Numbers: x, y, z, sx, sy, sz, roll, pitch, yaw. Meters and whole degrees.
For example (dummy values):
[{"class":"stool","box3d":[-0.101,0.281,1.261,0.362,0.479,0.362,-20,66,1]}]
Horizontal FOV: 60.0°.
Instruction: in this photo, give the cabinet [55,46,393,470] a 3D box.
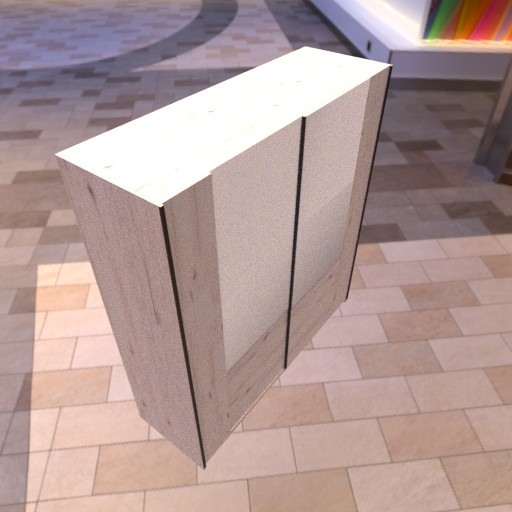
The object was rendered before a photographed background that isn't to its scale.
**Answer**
[{"class":"cabinet","box3d":[0.000,0.000,3.077,0.660,2.180,2.000,27,47,27]}]
